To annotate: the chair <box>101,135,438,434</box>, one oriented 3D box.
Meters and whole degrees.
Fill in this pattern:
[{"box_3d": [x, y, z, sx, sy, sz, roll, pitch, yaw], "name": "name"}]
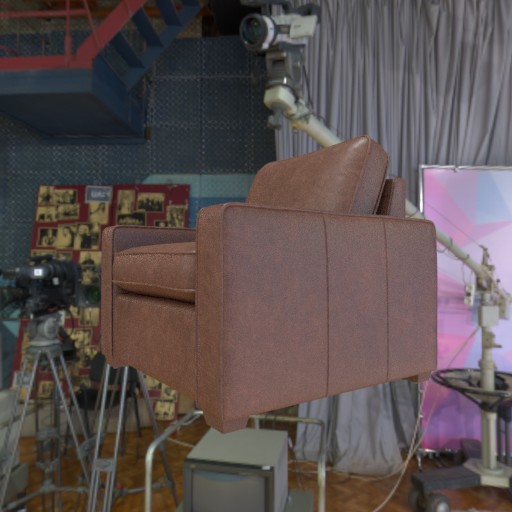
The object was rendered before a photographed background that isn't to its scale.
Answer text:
[{"box_3d": [0.000, 0.000, 1.747, 0.940, 0.919, 1.017, 1, -1, -35], "name": "chair"}]
